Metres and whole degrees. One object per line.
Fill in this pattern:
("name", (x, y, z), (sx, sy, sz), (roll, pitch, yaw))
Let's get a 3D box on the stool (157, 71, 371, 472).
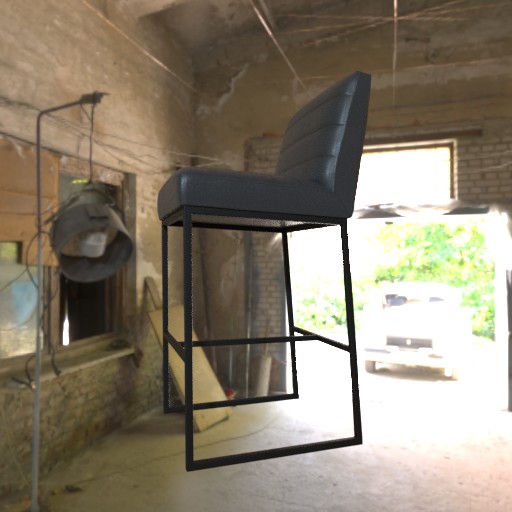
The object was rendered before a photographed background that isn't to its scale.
("stool", (0.000, 0.000, 1.353), (0.552, 1.040, 0.457), (0, 0, -19))
